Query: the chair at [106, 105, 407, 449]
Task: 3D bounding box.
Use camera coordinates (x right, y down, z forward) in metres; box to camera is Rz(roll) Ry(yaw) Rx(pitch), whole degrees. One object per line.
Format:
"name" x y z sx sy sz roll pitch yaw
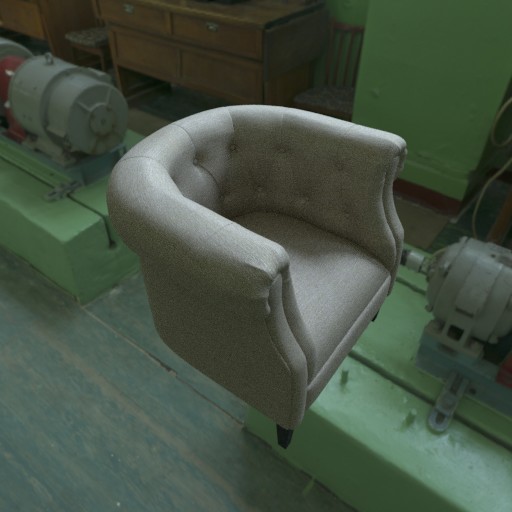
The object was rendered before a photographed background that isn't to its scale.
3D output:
"chair" 0.000 0.000 1.613 0.852 0.827 0.905 26 48 26
